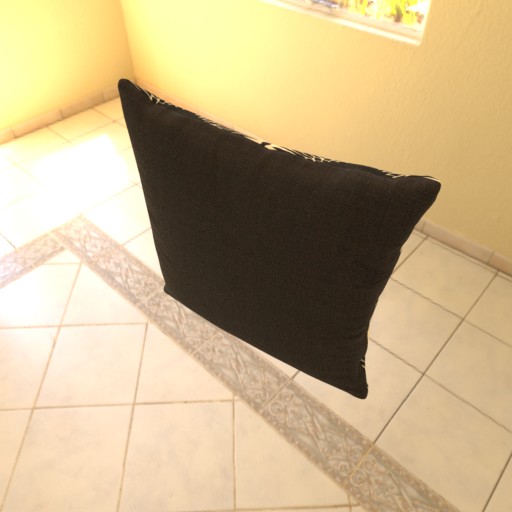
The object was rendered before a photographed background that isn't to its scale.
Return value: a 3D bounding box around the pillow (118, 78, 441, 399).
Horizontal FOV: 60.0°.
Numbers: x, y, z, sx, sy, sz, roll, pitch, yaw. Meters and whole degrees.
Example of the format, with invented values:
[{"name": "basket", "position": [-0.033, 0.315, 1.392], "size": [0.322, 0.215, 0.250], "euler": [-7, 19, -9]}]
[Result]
[{"name": "pillow", "position": [0.000, 0.000, 0.657], "size": [0.432, 0.432, 0.139], "euler": [25, 51, 22]}]
